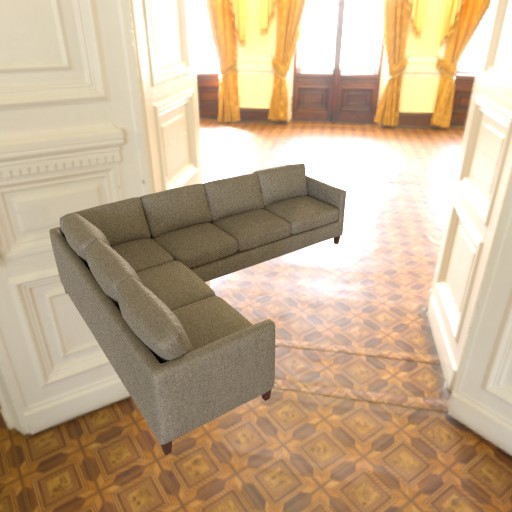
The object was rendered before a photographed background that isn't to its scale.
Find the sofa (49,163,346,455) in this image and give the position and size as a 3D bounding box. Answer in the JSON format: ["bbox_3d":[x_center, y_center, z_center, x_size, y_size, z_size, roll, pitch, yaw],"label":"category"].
[{"bbox_3d":[0.000,0.000,4.443,3.302,0.947,2.593,-18,33,-31],"label":"sofa"}]
